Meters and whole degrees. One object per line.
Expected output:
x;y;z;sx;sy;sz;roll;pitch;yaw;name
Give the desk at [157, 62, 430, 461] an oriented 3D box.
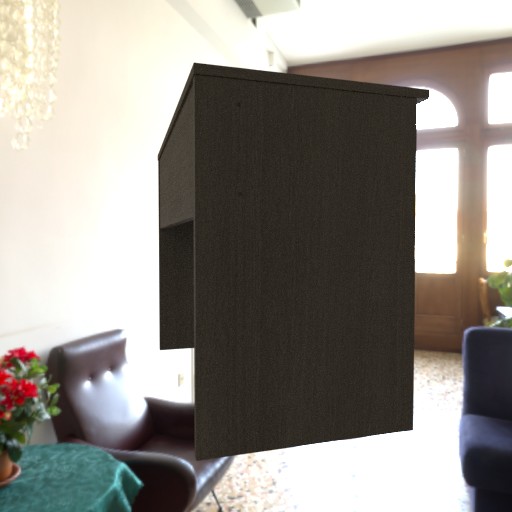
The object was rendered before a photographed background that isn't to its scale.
0.000;0.000;1.301;0.498;0.724;0.893;-1;2;-17;desk
